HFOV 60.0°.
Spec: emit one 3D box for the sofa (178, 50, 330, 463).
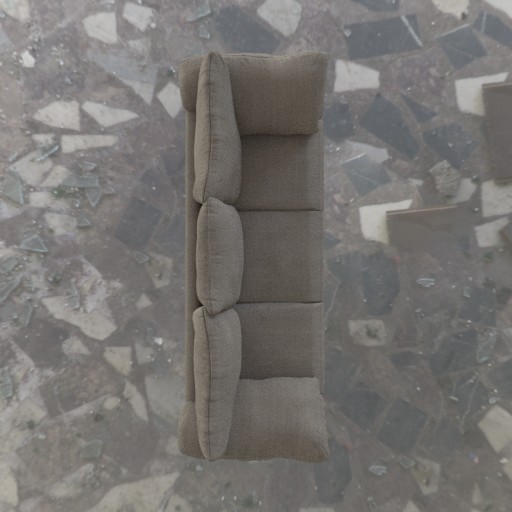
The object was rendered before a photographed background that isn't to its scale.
[{"bbox_3d":[0.000,0.000,2.776,0.878,0.996,2.334,0,89,0],"label":"sofa"}]
